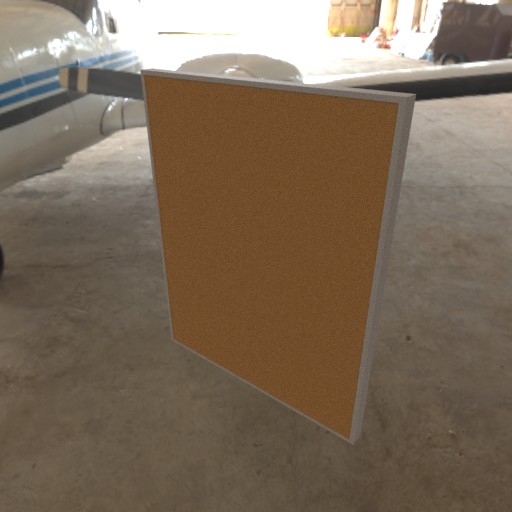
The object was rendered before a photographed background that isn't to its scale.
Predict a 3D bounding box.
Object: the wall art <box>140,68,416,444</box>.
[{"bbox_3d":[0.000,0.000,1.023,0.611,0.763,0.055,20,35,33],"label":"wall art"}]
